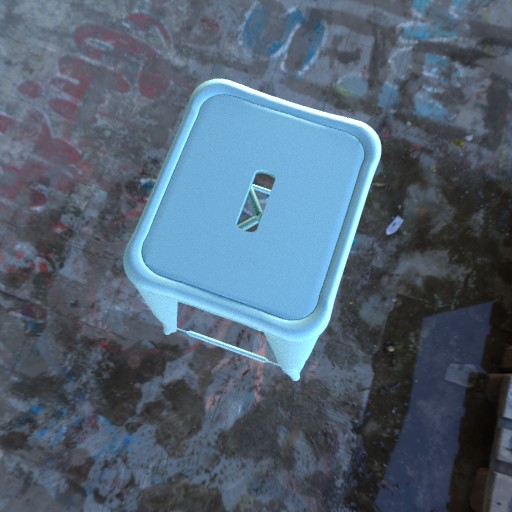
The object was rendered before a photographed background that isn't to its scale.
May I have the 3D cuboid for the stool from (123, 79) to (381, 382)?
[{"bbox_3d":[0.000,0.000,0.833,0.359,0.609,0.399,19,78,4],"label":"stool"}]
